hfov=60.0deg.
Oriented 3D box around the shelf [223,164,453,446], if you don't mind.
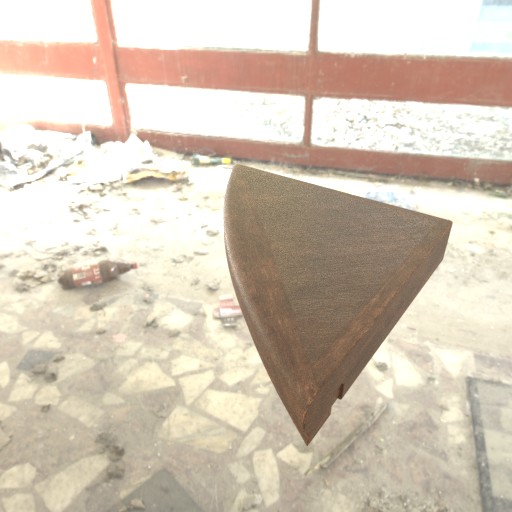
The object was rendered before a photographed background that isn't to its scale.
[{"bbox_3d":[0.000,0.000,0.471,0.310,0.050,0.310,21,38,30],"label":"shelf"}]
